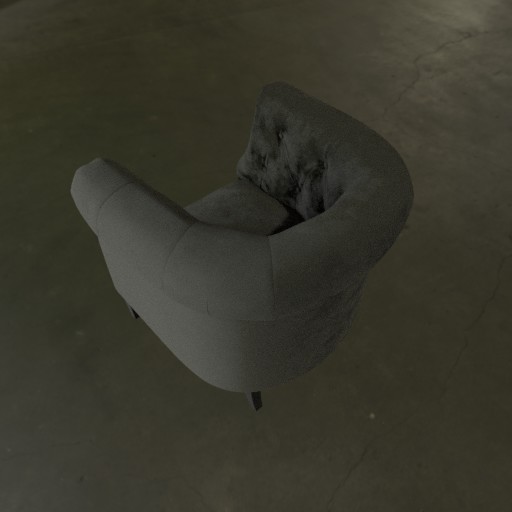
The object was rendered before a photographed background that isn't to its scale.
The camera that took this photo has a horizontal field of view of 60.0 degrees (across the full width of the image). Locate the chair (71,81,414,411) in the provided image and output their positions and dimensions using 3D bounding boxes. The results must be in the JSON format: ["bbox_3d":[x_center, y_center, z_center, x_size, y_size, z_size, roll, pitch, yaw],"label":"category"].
[{"bbox_3d":[0.000,0.000,1.553,0.904,0.826,0.851,-34,55,-28],"label":"chair"}]
